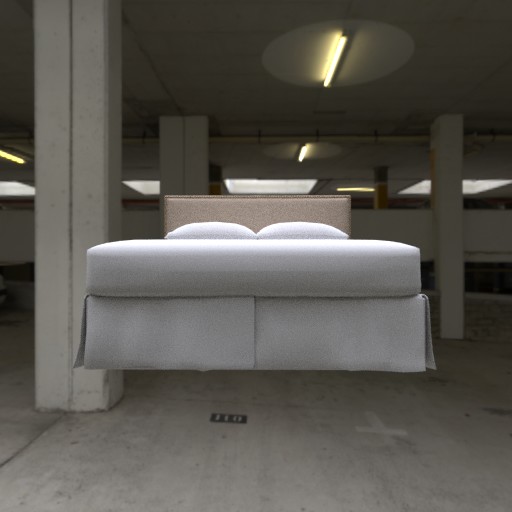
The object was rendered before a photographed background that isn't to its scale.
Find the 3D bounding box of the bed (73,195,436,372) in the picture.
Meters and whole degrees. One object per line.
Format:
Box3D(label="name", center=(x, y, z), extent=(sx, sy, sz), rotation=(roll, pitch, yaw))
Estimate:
Box3D(label="bed", center=(0.000, 0.000, 2.865), extent=(1.616, 1.016, 1.876), rotation=(0, 0, 1))
